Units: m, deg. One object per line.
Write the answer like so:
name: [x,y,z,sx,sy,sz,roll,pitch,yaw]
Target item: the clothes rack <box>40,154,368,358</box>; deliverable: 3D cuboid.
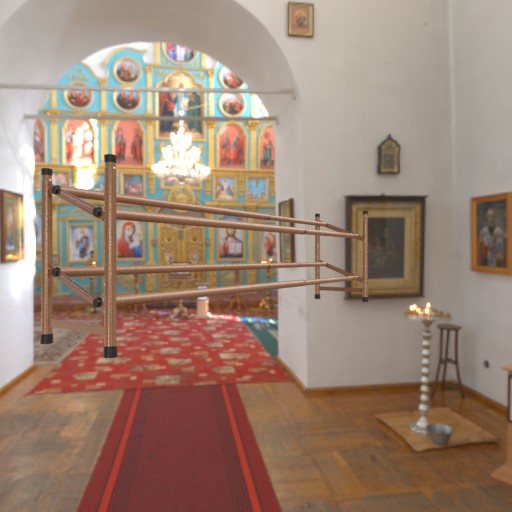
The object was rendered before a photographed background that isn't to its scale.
clothes rack: [0.000,0.000,1.289,0.229,0.349,1.168,0,0,36]
